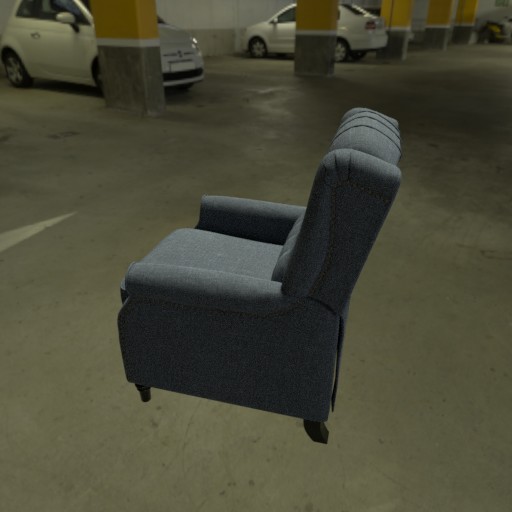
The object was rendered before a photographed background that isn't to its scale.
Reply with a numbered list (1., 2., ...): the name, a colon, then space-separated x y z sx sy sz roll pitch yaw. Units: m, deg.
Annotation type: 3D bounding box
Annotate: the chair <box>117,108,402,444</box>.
1. chair: 0.000 0.000 1.631 0.898 1.035 0.742 7 29 13
